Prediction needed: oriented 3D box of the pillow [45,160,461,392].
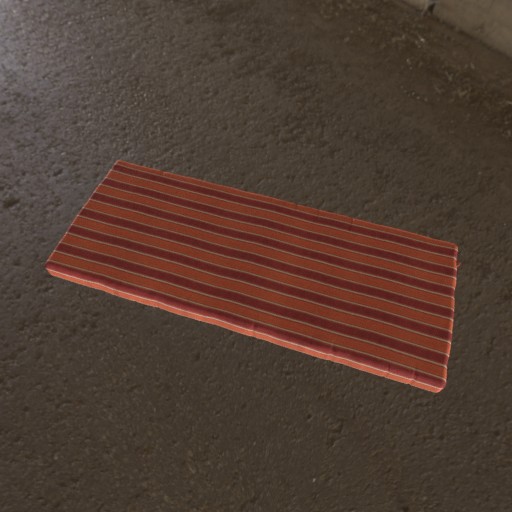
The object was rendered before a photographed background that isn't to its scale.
[{"bbox_3d":[0.000,0.000,1.335,1.187,0.081,0.492,15,58,10],"label":"pillow"}]
